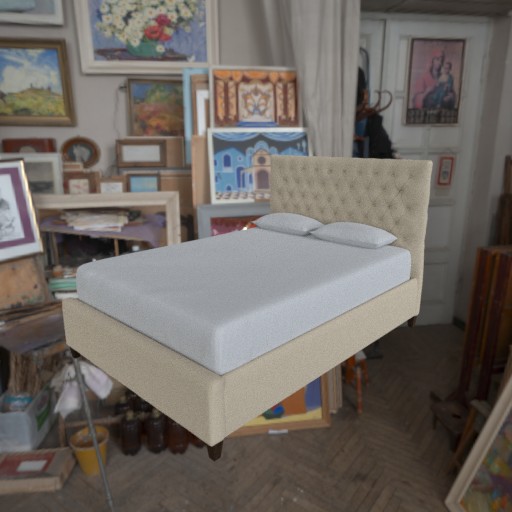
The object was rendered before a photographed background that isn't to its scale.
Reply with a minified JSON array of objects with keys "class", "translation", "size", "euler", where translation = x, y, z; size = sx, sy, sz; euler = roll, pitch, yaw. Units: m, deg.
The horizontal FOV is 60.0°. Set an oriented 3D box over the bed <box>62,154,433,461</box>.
[{"class":"bed","translation":[0.000,0.000,3.436],"size":[1.698,1.427,2.387],"euler":[14,20,42]}]
